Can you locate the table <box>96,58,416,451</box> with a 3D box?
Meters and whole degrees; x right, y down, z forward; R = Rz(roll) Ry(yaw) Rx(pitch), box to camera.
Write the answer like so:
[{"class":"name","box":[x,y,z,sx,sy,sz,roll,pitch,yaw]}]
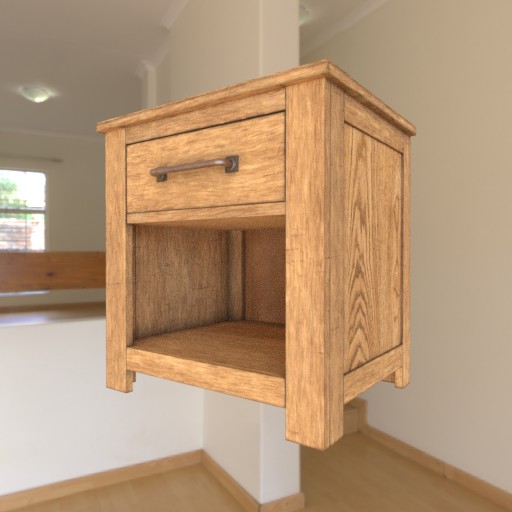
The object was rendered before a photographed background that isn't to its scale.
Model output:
[{"class":"table","box":[0.000,0.000,1.050,0.601,0.625,0.494,0,1,36]}]
